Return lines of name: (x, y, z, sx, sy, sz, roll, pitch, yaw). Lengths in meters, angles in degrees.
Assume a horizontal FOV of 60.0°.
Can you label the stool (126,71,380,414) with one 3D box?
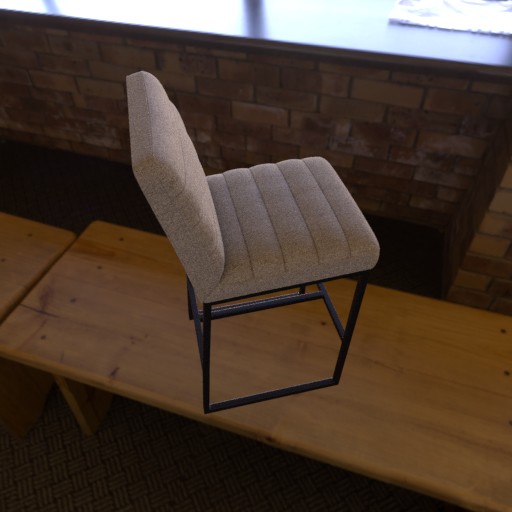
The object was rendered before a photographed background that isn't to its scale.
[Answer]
stool: (0.000, 0.000, 1.369, 0.571, 1.034, 0.459, -9, 46, -9)
